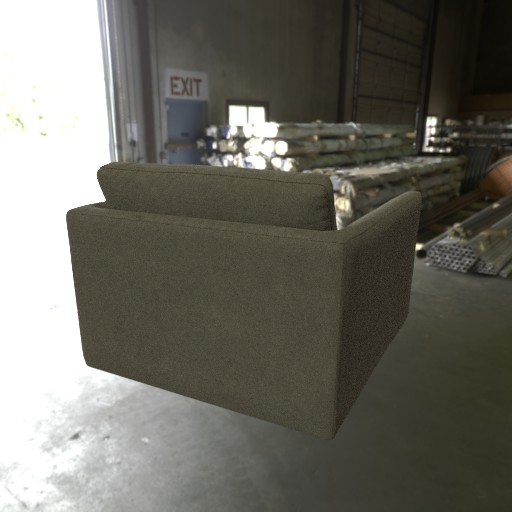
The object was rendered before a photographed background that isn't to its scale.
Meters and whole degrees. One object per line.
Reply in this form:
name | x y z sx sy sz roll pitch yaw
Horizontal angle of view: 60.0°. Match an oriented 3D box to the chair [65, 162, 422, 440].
chair | 0.000 0.000 1.903 1.190 0.845 1.091 8 18 25
